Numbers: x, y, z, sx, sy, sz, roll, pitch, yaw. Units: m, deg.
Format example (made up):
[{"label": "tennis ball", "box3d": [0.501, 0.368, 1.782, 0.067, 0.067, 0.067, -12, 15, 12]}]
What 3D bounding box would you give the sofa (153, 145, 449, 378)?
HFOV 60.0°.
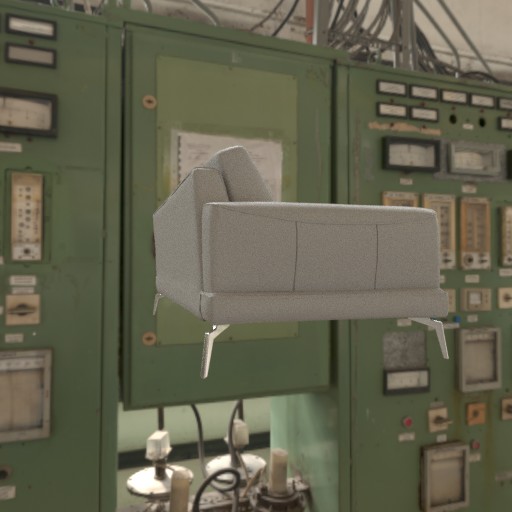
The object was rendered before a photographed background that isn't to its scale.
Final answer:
[{"label": "sofa", "box3d": [0.000, 0.000, 2.784, 1.121, 0.930, 2.177, 0, -1, -18]}]
